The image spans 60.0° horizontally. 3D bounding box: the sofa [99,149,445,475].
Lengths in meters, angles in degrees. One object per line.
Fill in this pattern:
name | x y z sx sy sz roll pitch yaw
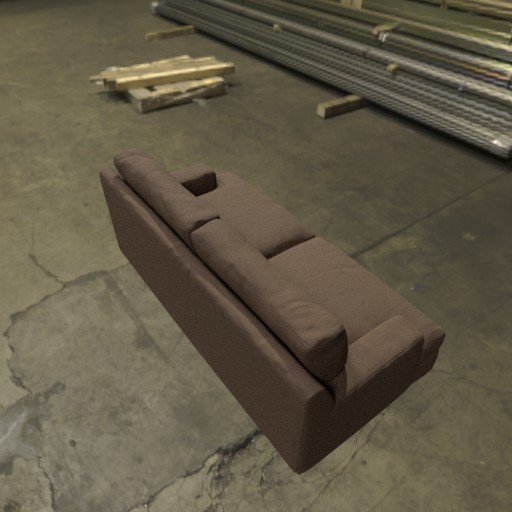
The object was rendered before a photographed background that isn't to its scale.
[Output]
sofa | 0.000 0.000 2.903 1.140 0.950 2.274 -26 47 -26
